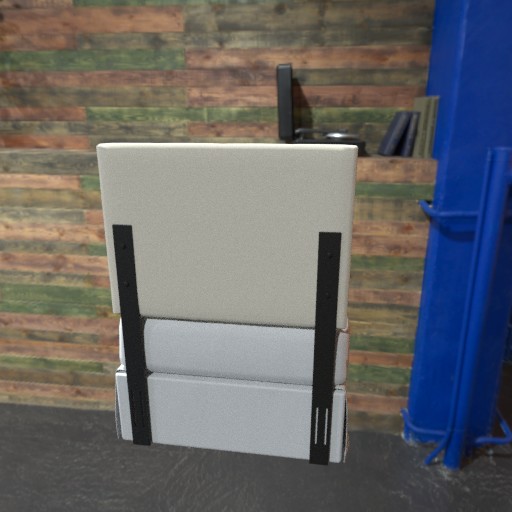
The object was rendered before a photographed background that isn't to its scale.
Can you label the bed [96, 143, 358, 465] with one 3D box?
[{"bbox_3d":[0.000,0.000,3.013,1.261,1.571,1.997,3,17,8],"label":"bed"}]
